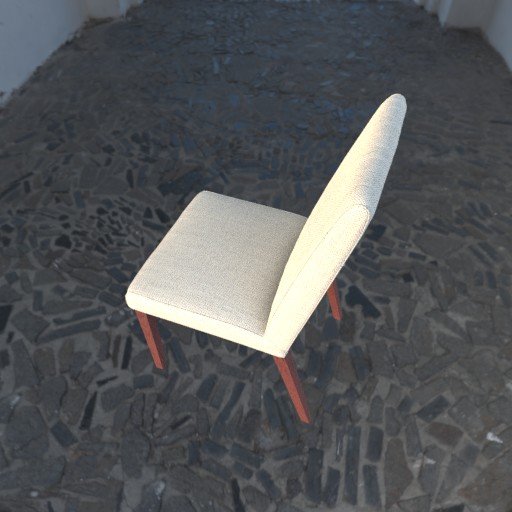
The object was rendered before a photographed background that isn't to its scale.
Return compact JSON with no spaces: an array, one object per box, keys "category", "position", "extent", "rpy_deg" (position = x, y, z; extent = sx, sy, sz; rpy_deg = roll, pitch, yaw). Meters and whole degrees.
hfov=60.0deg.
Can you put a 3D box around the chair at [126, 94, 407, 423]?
[{"category":"chair","position":[0.000,0.000,1.258],"extent":[0.594,0.900,0.480],"rpy_deg":[16,49,14]}]
